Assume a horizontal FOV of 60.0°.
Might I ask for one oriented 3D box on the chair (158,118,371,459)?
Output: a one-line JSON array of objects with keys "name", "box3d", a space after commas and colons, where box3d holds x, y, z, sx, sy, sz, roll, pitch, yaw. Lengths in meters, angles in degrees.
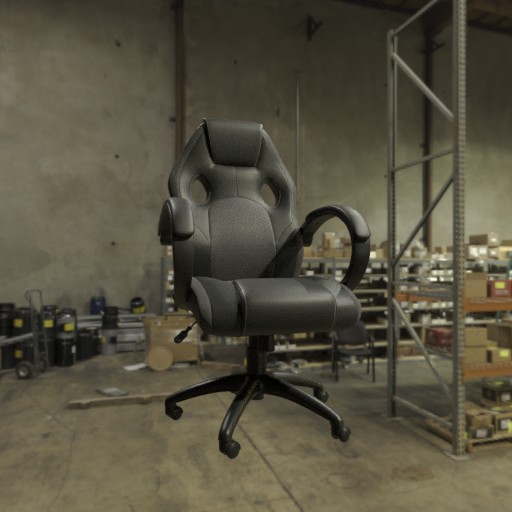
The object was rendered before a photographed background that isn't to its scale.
[{"name": "chair", "box3d": [0.000, 0.000, 1.624, 0.673, 1.187, 0.724, 0, -1, -18]}]
